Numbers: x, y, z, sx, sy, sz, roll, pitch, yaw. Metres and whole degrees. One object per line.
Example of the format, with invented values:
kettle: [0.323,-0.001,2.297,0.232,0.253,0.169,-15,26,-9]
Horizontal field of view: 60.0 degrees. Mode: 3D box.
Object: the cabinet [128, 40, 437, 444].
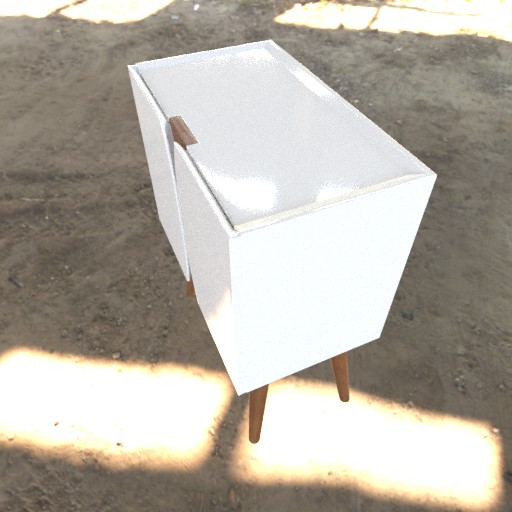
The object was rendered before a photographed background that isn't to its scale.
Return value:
cabinet: [0.000,0.000,1.092,0.344,0.772,0.591,-18,49,-16]
